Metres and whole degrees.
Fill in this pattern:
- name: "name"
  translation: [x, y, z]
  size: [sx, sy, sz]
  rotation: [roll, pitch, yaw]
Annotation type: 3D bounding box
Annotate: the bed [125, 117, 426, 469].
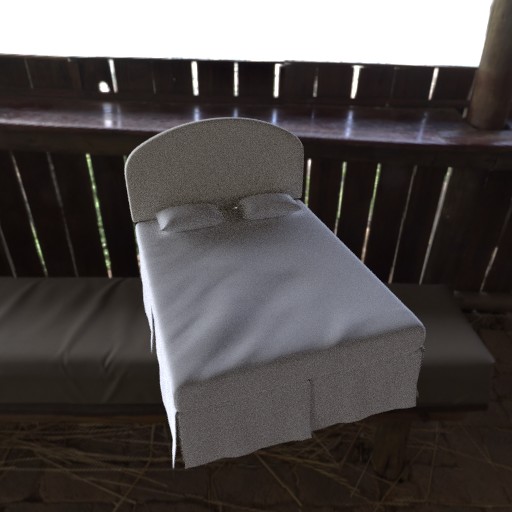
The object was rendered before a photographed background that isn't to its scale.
- name: "bed"
  translation: [0.000, 0.000, 3.084]
  size: [1.607, 1.410, 2.005]
  rotation: [-10, 33, -16]
